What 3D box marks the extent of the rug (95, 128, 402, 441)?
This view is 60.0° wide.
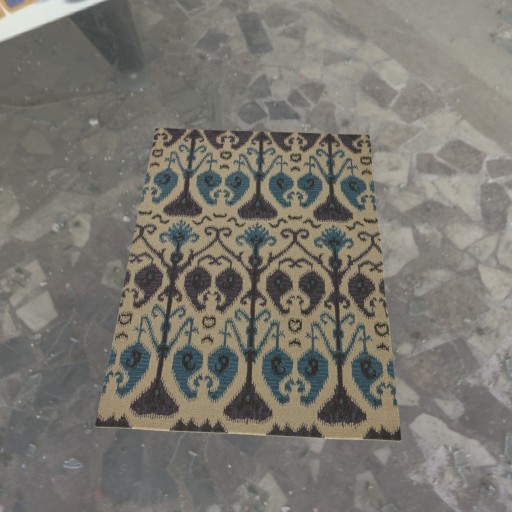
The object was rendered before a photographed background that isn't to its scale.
[{"bbox_3d":[0.000,0.000,4.278,2.443,0.024,3.228,2,62,1],"label":"rug"}]
